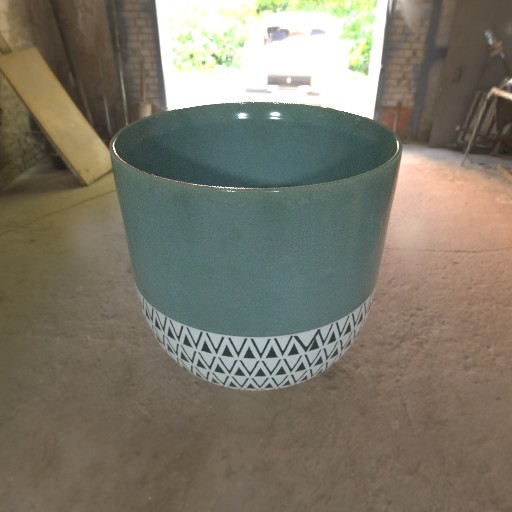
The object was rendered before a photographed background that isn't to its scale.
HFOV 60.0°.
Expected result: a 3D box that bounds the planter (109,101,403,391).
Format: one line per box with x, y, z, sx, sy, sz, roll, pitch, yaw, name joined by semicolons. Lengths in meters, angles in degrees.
0.000;0.000;0.487;0.266;0.270;0.266;0;32;0;planter
